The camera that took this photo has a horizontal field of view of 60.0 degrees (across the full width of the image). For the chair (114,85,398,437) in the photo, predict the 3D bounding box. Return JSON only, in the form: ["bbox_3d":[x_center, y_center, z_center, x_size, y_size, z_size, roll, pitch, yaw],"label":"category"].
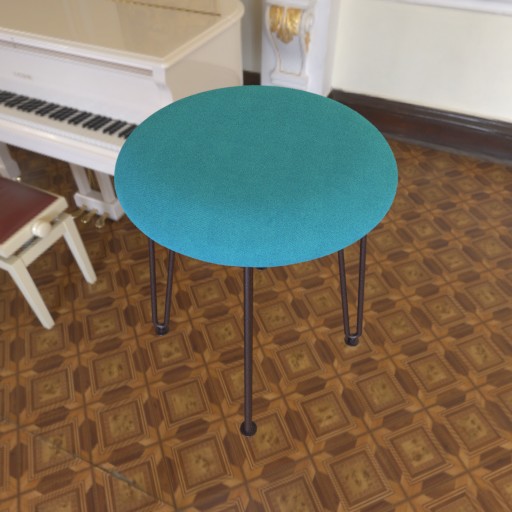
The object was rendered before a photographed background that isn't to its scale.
[{"bbox_3d":[0.000,0.000,0.684,0.350,0.430,0.350,28,52,25],"label":"chair"}]
